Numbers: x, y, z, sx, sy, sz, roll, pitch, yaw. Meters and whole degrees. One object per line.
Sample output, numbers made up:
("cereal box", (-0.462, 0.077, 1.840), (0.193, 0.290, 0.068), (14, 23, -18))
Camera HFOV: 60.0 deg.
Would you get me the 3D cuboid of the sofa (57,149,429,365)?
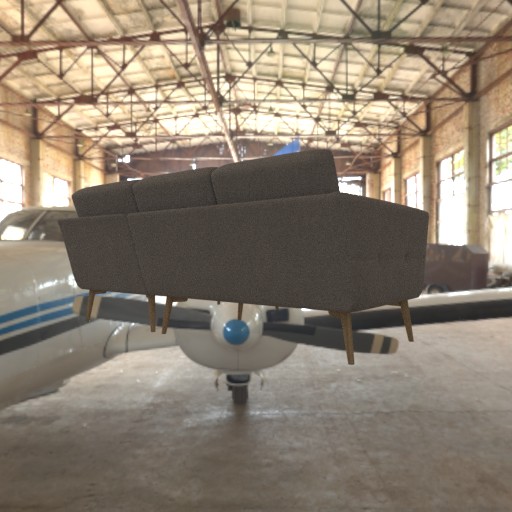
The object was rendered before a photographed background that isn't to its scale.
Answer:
("sofa", (0.000, 0.000, 2.767), (2.040, 0.860, 1.530), (0, 0, 38))
